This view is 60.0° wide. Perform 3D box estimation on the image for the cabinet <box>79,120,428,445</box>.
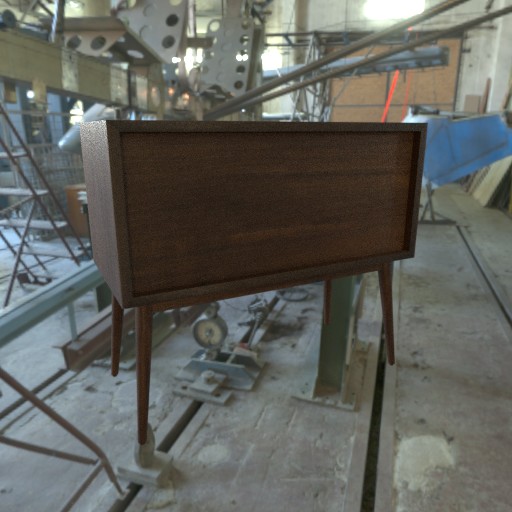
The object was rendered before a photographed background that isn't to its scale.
[{"bbox_3d":[0.000,0.000,1.135,0.743,0.654,0.354,-8,18,-27],"label":"cabinet"}]
